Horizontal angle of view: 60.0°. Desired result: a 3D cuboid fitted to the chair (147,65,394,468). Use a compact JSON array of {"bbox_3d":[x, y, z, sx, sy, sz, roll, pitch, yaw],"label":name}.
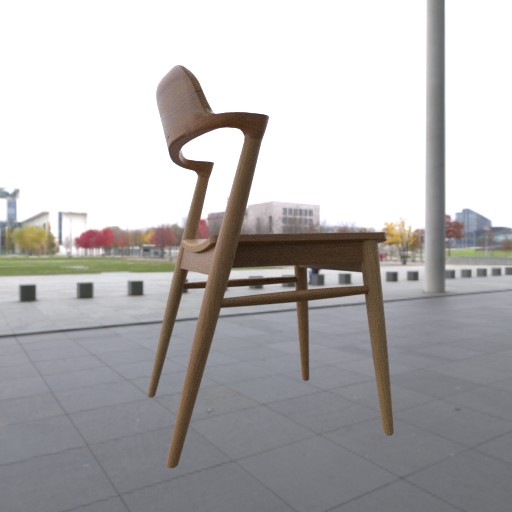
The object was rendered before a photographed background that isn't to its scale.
[{"bbox_3d":[0.000,0.000,1.114,0.499,0.792,0.512,0,1,-19],"label":"chair"}]
